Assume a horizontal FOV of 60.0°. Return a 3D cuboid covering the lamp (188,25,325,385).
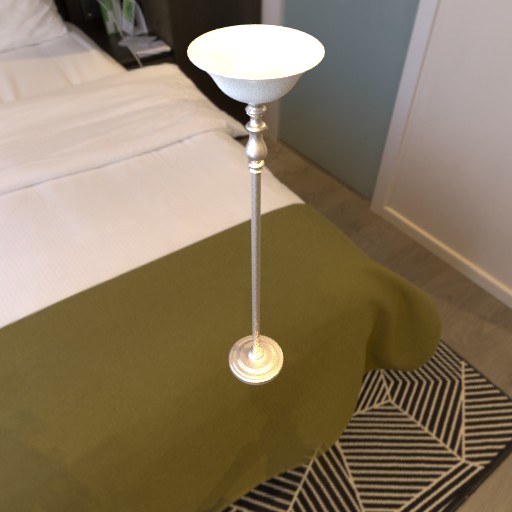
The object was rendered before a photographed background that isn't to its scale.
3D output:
[{"bbox_3d":[0.000,0.000,1.954,0.405,1.771,0.405,17,48,16],"label":"lamp"}]
